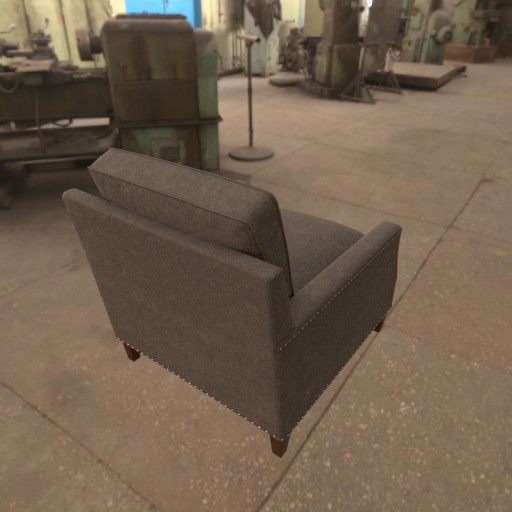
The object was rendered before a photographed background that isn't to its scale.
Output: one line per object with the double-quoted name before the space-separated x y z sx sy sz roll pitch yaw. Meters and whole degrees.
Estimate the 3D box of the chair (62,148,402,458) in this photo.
"chair" 0.000 0.000 1.744 0.853 0.948 1.014 21 36 31
